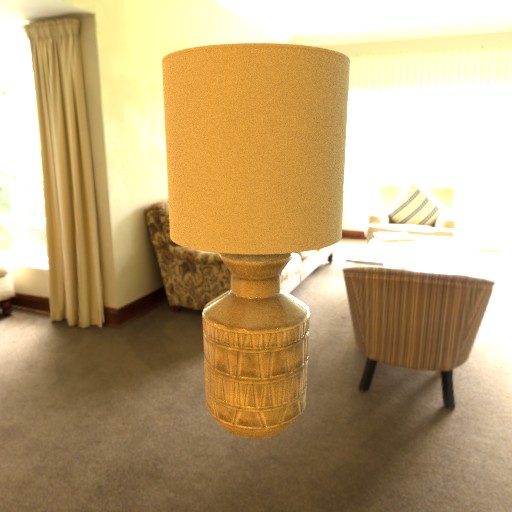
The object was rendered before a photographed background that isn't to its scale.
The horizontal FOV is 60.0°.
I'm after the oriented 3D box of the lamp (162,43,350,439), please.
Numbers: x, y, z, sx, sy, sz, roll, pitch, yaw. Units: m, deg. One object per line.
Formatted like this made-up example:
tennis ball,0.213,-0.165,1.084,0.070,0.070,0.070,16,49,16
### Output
lamp,0.000,0.000,0.562,0.211,0.455,0.211,-7,16,-26
